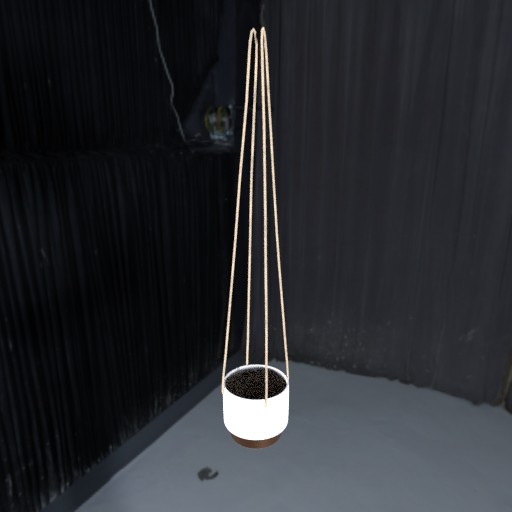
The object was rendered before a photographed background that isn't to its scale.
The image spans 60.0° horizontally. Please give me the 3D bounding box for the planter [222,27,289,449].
[{"bbox_3d":[0.000,0.000,0.901,0.146,0.841,0.146,9,18,27],"label":"planter"}]
